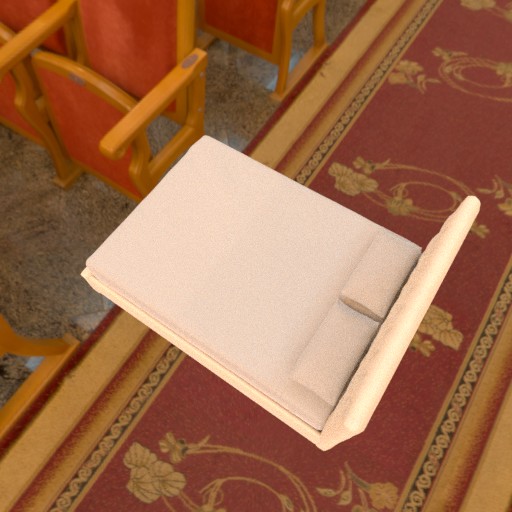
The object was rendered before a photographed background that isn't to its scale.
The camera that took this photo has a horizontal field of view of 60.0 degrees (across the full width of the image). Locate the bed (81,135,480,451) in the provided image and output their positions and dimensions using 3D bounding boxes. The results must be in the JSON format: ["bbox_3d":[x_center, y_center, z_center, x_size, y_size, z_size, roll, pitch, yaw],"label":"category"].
[{"bbox_3d":[0.000,0.000,3.425,2.387,1.427,1.698,31,67,14],"label":"bed"}]
